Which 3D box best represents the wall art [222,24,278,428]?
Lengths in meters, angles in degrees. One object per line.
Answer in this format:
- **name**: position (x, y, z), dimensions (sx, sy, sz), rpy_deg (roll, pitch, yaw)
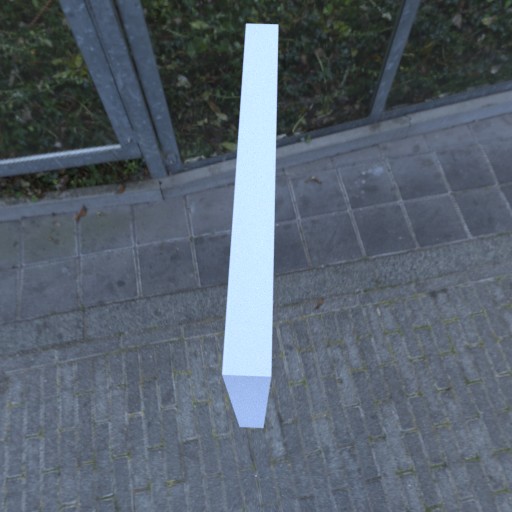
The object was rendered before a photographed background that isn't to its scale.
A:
- **wall art**: position (0.000, 0.000, 0.611), dimensions (0.038, 0.406, 0.406), rpy_deg (2, 64, 1)
